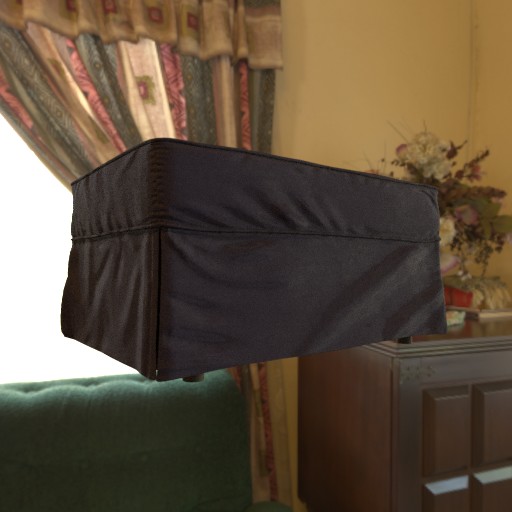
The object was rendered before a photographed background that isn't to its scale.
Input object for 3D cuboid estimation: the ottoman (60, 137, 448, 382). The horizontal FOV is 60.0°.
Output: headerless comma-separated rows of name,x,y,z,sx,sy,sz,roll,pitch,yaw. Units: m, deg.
ottoman,0.000,0.000,1.278,0.938,0.503,0.637,1,-1,-36
